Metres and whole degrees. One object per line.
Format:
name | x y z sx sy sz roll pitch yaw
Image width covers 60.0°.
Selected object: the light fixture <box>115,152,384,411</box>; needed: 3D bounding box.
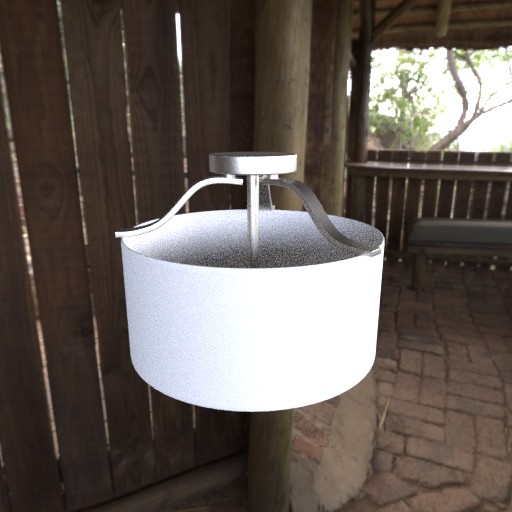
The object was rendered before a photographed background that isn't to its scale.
light fixture | 0.000 0.000 0.674 0.395 0.304 0.395 0 16 0
